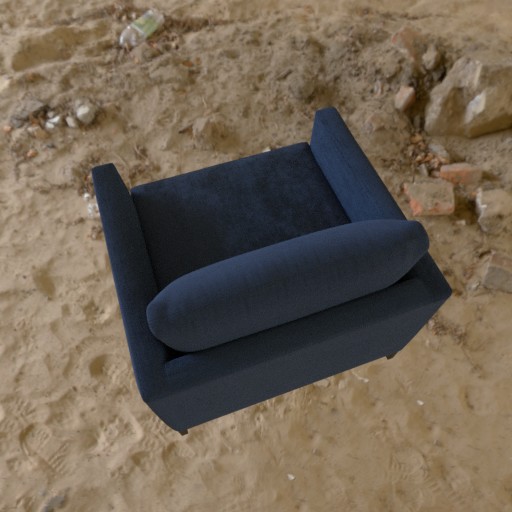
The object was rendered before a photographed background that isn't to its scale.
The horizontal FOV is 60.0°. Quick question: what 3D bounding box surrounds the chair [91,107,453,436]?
[{"bbox_3d":[0.000,0.000,1.609,0.964,0.812,0.875,-17,61,-10],"label":"chair"}]
